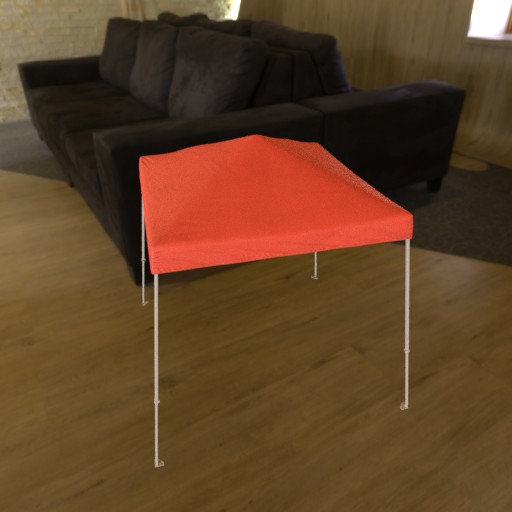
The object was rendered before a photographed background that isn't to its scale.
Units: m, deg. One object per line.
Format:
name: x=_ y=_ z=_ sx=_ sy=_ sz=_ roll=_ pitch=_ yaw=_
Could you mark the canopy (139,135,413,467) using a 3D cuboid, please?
canopy: x=0.000 y=0.000 z=5.210 sx=2.849 sy=2.850 sz=2.850 roll=-8 pitch=32 yaw=-13
